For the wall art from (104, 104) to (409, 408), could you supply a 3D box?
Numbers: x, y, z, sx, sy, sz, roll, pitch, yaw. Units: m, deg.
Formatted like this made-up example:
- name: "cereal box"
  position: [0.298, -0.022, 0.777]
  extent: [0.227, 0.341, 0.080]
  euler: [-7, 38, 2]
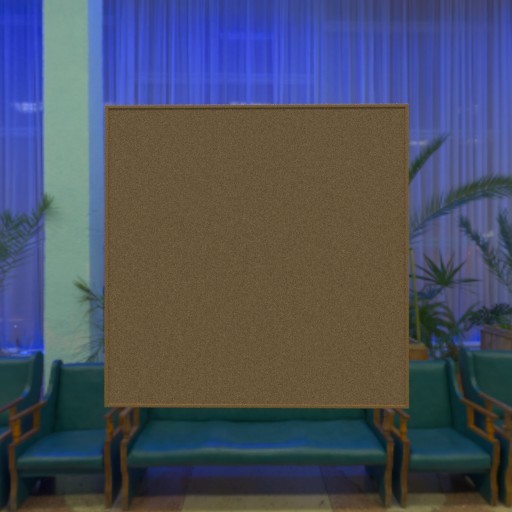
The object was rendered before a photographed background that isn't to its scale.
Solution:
- name: "wall art"
  position: [0.000, 0.000, 0.672]
  extent: [0.457, 0.455, 0.013]
  euler: [0, 0, 1]
